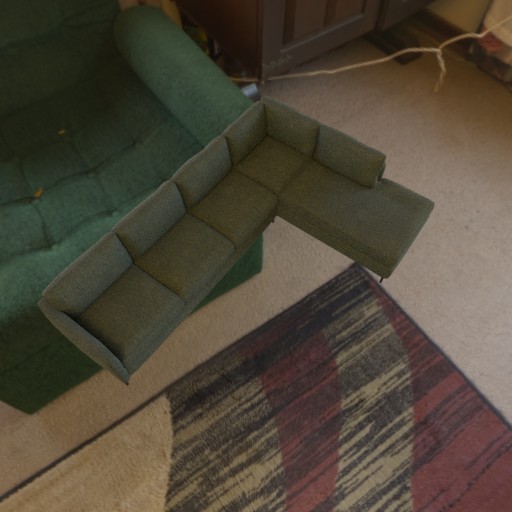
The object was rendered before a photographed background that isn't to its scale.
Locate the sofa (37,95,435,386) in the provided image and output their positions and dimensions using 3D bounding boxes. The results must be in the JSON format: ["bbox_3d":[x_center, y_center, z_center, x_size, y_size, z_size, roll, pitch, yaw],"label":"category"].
[{"bbox_3d":[0.000,0.000,3.813,2.007,0.815,2.949,33,64,19],"label":"sofa"}]
